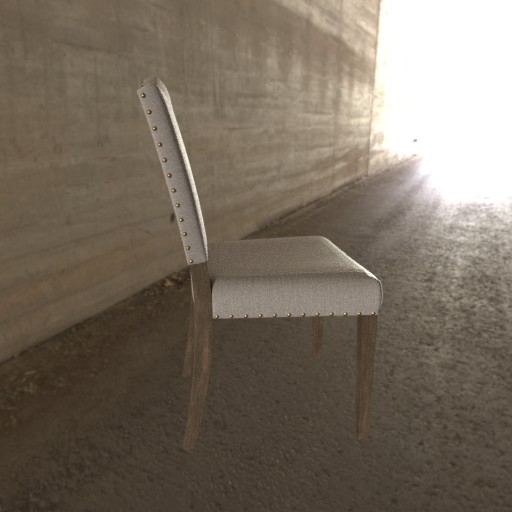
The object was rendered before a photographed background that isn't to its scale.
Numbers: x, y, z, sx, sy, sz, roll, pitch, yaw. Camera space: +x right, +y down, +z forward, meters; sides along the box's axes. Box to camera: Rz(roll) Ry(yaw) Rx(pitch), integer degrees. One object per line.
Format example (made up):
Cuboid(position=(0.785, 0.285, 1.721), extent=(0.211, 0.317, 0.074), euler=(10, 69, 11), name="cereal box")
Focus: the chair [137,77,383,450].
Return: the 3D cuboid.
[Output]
Cuboid(position=(0.000, 0.000, 1.366), extent=(0.620, 1.020, 0.508), euler=(-3, 17, -9), name="chair")
